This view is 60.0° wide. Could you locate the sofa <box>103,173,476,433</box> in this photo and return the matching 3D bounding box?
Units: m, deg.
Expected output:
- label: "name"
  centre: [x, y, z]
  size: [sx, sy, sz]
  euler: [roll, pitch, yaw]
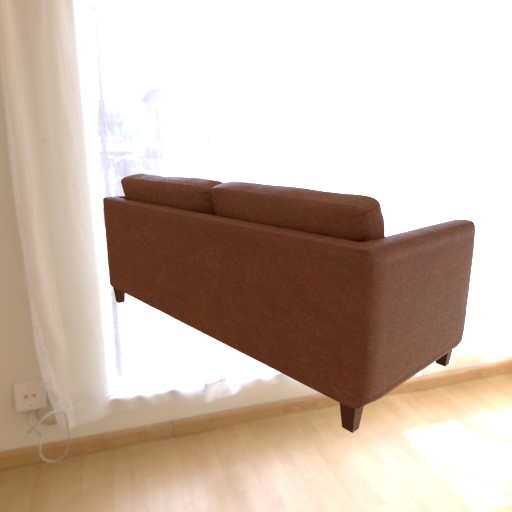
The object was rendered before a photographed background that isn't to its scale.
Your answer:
- label: "sofa"
  centre: [0.000, 0.000, 2.689]
  size: [0.950, 0.932, 2.204]
  euler: [-13, 19, -41]
